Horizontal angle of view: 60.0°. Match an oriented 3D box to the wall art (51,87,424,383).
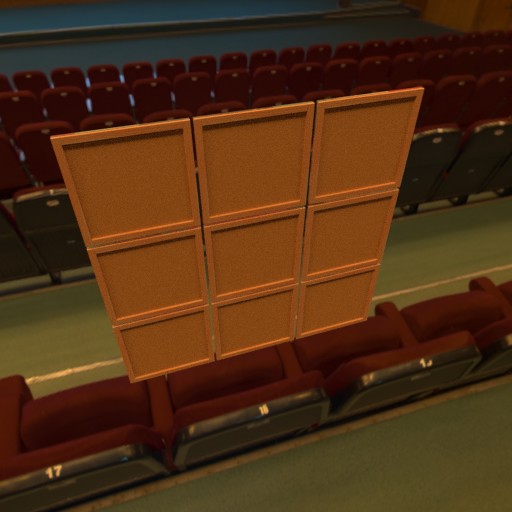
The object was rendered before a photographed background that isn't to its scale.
[{"bbox_3d":[0.000,0.000,1.340,0.911,0.910,0.012,-12,43,-14],"label":"wall art"}]
